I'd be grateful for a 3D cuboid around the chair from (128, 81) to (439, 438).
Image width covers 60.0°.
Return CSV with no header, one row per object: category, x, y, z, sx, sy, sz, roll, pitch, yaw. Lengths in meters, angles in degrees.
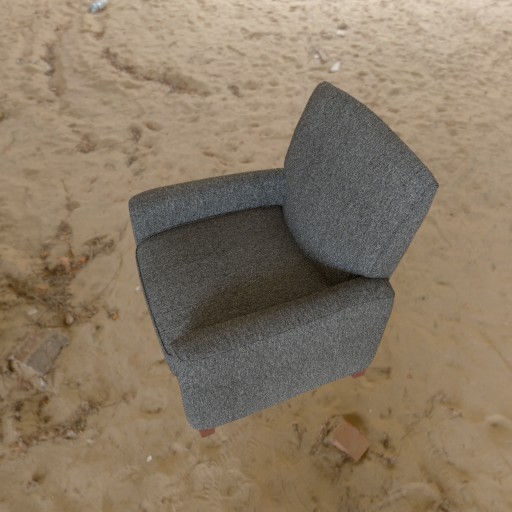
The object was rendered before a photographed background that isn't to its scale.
chair,0.000,0.000,1.670,0.864,1.014,0.848,-16,48,-15
